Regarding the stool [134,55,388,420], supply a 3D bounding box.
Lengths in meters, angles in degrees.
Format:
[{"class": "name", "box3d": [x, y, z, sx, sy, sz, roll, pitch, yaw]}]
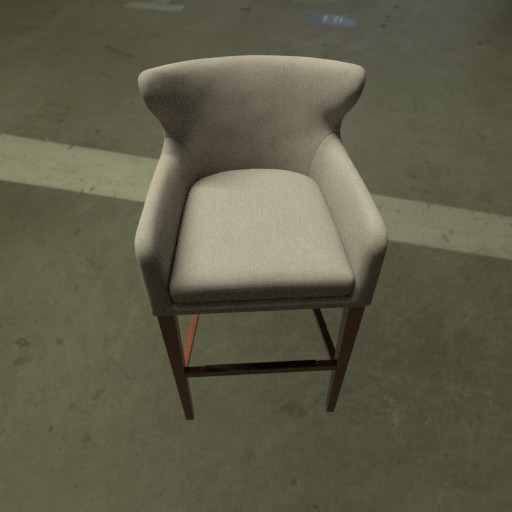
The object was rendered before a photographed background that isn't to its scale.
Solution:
[{"class": "stool", "box3d": [0.000, 0.000, 1.378, 0.575, 1.047, 0.575, -2, 47, -2]}]
